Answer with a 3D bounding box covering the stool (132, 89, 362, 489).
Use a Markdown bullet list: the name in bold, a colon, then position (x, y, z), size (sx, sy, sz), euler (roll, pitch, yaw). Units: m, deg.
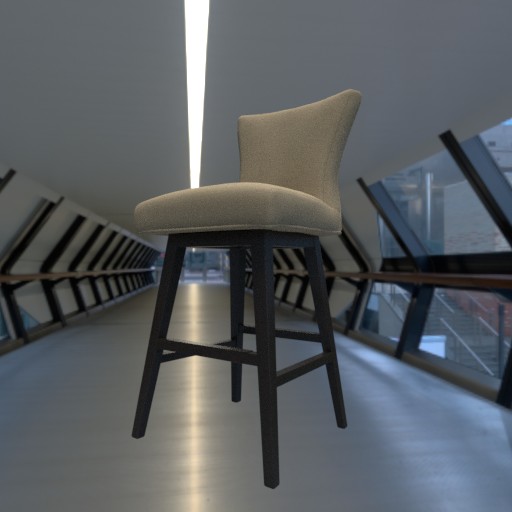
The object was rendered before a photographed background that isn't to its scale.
- **stool**: position (0.000, 0.000, 1.400), size (0.514, 1.086, 0.574), euler (0, -1, 36)
